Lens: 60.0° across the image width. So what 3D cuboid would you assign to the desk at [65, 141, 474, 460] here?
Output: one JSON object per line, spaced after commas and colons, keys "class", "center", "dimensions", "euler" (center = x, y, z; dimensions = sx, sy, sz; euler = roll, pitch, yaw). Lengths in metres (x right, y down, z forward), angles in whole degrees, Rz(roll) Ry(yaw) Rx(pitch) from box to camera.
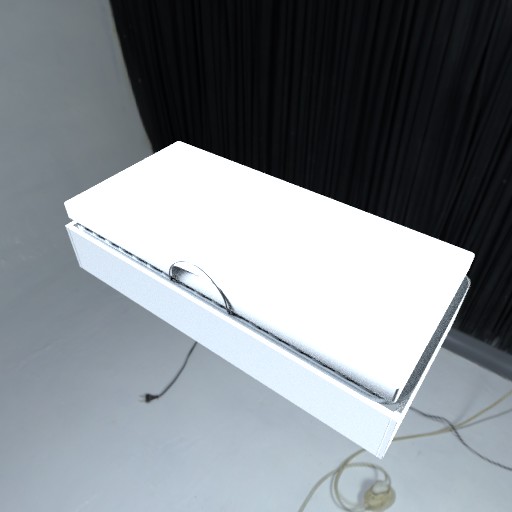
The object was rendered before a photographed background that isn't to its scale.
{"class": "desk", "center": [0.000, 0.000, 2.275], "dimensions": [1.900, 0.526, 0.900], "euler": [26, 48, 26]}
